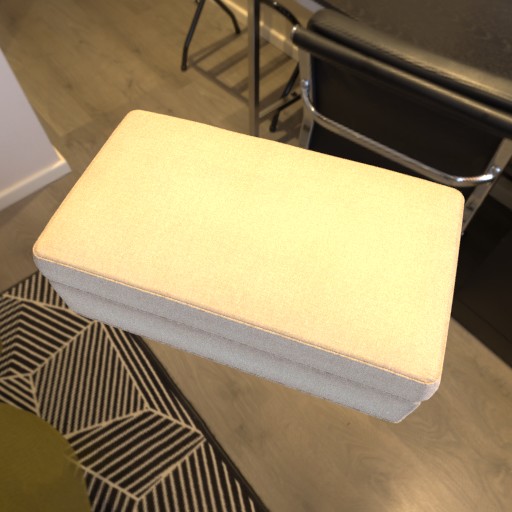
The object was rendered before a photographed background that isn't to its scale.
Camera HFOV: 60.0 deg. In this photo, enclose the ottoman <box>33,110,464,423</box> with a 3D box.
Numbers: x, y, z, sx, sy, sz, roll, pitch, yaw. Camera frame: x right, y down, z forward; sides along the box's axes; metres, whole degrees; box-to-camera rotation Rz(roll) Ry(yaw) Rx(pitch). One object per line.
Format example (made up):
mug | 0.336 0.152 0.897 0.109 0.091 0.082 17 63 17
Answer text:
ottoman | 0.000 0.000 1.374 1.097 0.448 0.617 17 61 10
